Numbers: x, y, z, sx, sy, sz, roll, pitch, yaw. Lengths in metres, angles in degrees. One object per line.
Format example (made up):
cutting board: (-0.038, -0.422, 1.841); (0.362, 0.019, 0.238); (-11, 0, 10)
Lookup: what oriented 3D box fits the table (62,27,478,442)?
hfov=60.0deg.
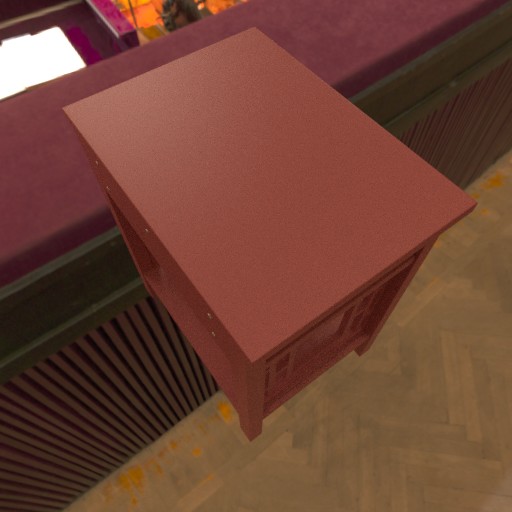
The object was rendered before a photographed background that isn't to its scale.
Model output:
table: (0.000, 0.000, 1.051); (0.451, 0.686, 0.599); (-32, 63, -18)
